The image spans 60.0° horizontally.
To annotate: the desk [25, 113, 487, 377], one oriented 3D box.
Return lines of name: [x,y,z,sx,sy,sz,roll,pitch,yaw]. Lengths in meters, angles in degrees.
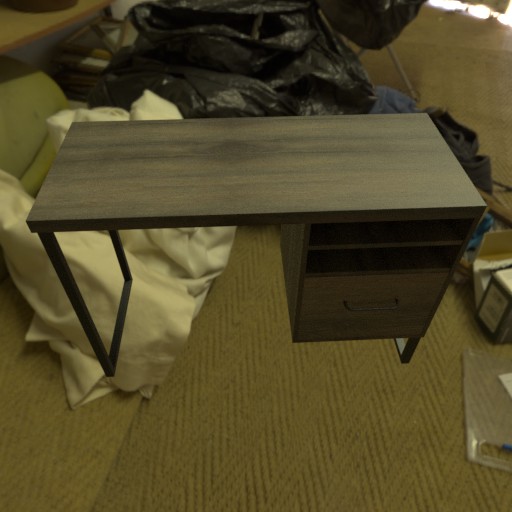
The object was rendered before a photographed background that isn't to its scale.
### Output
desk: [0.000,0.000,1.509,1.134,0.752,0.511,-2,46,-2]
